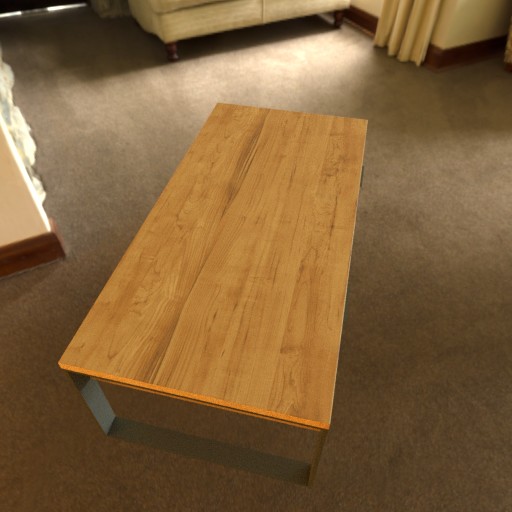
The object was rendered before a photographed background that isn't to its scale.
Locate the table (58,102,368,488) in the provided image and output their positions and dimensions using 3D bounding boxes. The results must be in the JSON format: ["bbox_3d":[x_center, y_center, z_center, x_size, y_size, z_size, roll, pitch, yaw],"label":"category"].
[{"bbox_3d":[0.000,0.000,1.440,0.590,0.400,1.180,10,47,9],"label":"table"}]
